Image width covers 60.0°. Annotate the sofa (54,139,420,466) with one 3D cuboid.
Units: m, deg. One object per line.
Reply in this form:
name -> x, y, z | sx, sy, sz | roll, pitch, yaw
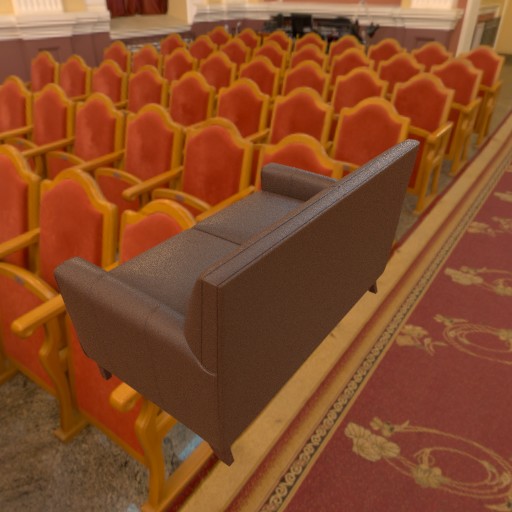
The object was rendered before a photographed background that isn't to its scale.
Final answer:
sofa -> 0.000, 0.000, 2.013 | 0.853, 0.859, 1.468 | 21, 37, 30
